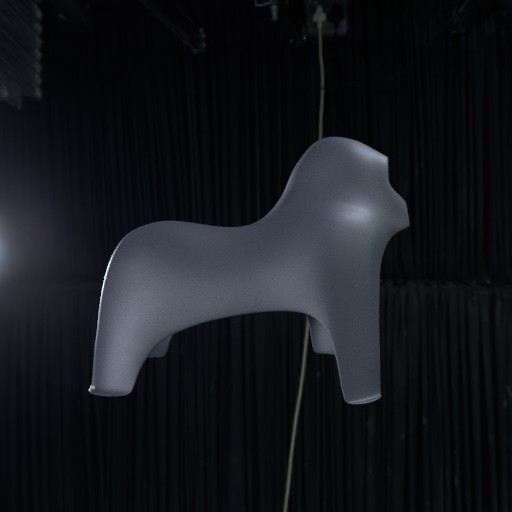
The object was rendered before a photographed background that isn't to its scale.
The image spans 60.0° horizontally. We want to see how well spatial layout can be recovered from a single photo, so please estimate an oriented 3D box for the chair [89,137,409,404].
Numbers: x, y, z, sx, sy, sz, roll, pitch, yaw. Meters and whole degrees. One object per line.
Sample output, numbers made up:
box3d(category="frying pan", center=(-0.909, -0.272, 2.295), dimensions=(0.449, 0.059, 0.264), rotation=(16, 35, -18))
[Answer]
box3d(category="chair", center=(0.000, 0.000, 1.134), dimensions=(0.758, 0.600, 0.490), rotation=(0, 0, 0))
